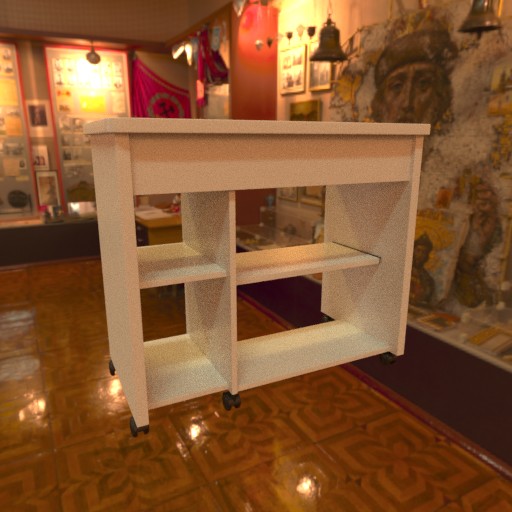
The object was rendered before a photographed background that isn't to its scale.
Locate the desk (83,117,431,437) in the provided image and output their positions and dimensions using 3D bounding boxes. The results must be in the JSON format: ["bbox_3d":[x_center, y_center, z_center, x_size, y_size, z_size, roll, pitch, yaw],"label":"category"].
[{"bbox_3d":[0.000,0.000,1.339,0.877,0.763,0.475,-7,16,-25],"label":"desk"}]
